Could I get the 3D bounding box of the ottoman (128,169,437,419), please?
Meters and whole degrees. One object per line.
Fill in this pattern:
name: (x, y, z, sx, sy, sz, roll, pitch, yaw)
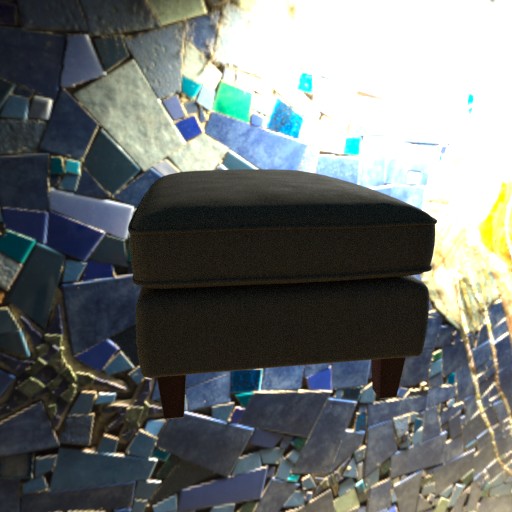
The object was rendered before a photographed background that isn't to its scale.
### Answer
ottoman: (0.000, 0.000, 1.328, 0.636, 0.480, 0.941, -2, 16, -9)
